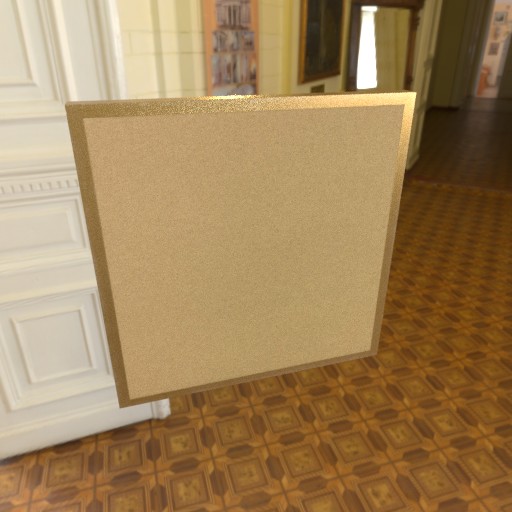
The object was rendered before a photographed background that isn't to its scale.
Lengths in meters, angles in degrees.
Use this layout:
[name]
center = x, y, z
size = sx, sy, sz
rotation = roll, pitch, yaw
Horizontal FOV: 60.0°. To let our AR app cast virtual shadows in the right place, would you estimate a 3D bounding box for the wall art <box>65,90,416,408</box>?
[wall art]
center = 0.000, 0.000, 0.746
size = 0.510, 0.509, 0.033
rotation = -8, 27, -15
